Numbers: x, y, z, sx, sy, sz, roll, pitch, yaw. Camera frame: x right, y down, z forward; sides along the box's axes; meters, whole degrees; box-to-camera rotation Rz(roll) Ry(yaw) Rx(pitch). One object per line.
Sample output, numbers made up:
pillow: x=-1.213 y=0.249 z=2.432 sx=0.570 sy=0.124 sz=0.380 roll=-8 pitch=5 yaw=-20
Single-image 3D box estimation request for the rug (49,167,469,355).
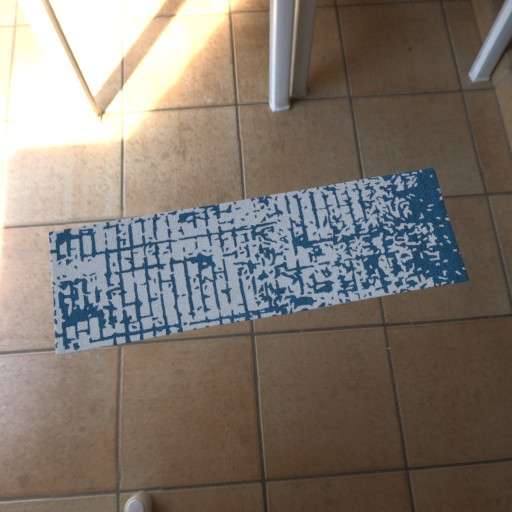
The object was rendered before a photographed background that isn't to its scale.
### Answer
rug: x=0.000 y=0.000 z=2.665 sx=2.435 sy=0.011 sz=0.750 roll=-10 pitch=75 yaw=-3
